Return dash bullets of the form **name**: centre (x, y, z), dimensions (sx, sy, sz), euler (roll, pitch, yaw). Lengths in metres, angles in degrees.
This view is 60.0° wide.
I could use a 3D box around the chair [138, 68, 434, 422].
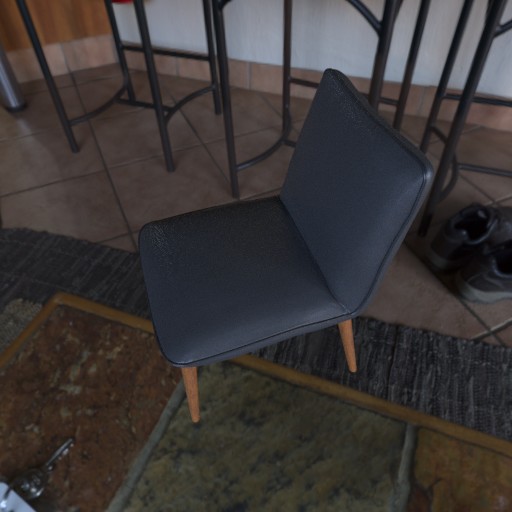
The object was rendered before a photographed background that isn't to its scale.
- **chair**: centre (0.000, 0.000, 1.235), dimensions (0.645, 0.801, 0.543), euler (-17, 49, -15)
